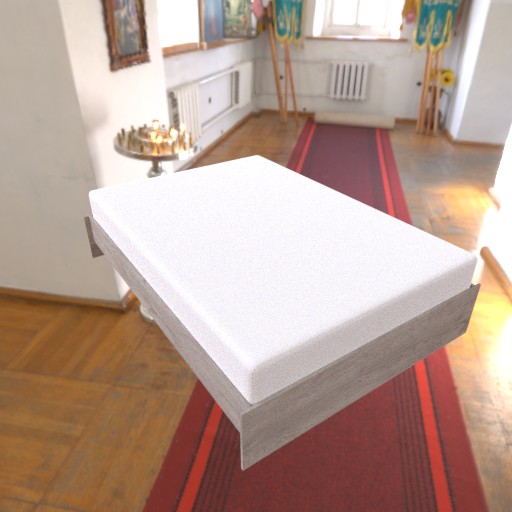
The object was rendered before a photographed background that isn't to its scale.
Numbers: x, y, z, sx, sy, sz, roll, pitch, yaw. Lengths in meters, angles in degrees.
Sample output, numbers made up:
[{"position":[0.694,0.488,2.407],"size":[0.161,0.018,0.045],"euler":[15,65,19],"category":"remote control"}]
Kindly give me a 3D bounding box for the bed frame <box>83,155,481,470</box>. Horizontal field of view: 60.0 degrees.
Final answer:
[{"position":[0.000,0.000,2.630],"size":[1.445,0.497,1.945],"euler":[-19,36,-29],"category":"bed frame"}]
